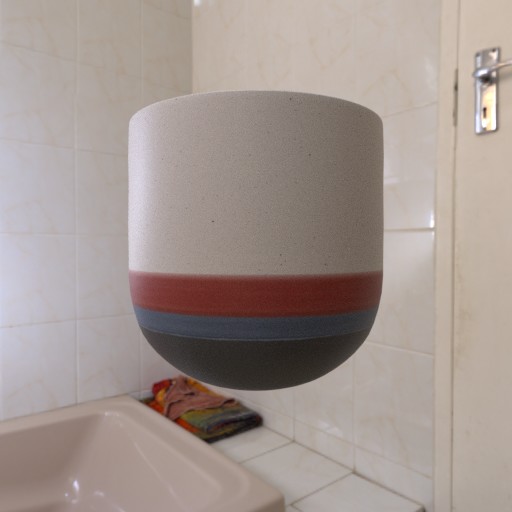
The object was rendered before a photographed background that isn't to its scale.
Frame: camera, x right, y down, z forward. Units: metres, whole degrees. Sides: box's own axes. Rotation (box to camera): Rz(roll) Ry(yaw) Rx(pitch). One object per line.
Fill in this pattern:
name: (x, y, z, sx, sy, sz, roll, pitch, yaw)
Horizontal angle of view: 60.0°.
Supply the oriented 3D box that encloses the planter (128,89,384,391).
planter: (0.000, 0.000, 0.485, 0.268, 0.270, 0.268, 0, 1, 0)
